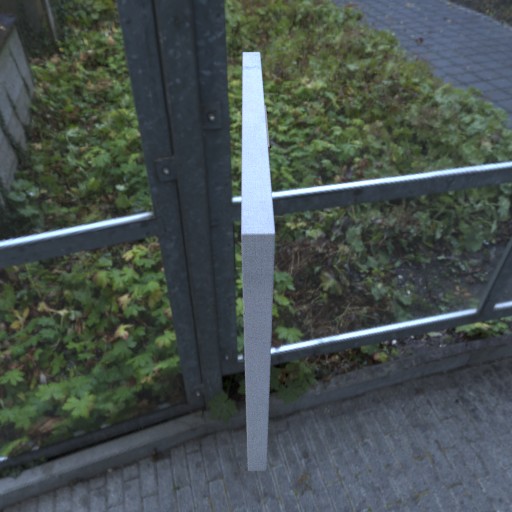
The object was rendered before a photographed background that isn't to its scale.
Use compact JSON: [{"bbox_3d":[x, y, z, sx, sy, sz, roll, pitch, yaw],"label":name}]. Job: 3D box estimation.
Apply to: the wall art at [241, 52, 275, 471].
[{"bbox_3d":[0.000,0.000,0.905,0.044,0.605,0.605,-1,42,-1],"label":"wall art"}]
